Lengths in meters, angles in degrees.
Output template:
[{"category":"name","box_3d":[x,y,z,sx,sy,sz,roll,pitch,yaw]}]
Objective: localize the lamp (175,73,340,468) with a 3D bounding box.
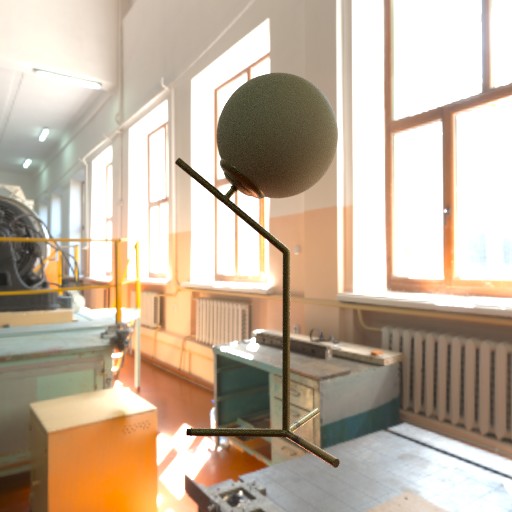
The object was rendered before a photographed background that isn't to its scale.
[{"category":"lamp","box_3d":[0.000,0.000,0.682,0.251,0.552,0.210,0,-1,1]}]
